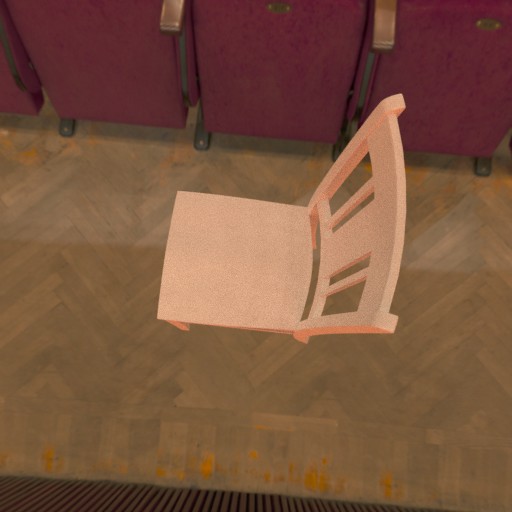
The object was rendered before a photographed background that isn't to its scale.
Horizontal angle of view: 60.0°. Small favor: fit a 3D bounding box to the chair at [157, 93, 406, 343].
[{"bbox_3d":[0.000,0.000,1.275,0.555,0.998,0.450,6,77,1],"label":"chair"}]
